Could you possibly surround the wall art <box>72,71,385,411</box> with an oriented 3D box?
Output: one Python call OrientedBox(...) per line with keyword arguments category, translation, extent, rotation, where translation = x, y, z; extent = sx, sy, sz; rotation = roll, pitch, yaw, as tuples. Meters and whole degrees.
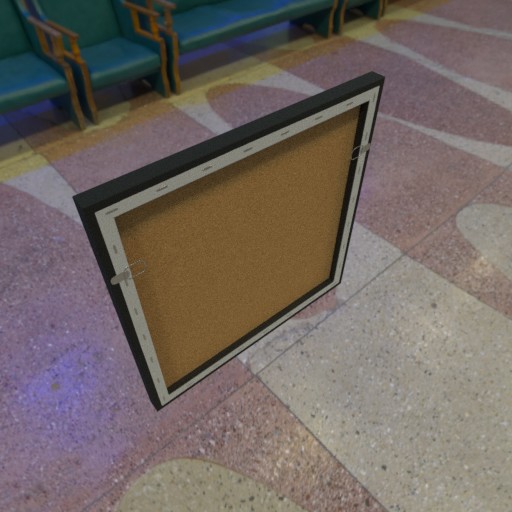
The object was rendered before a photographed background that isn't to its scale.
OrientedBox(category="wall art", translation=(0.000, 0.000, 1.168), extent=(0.758, 0.758, 0.044), rotation=(-31, 54, -26))
